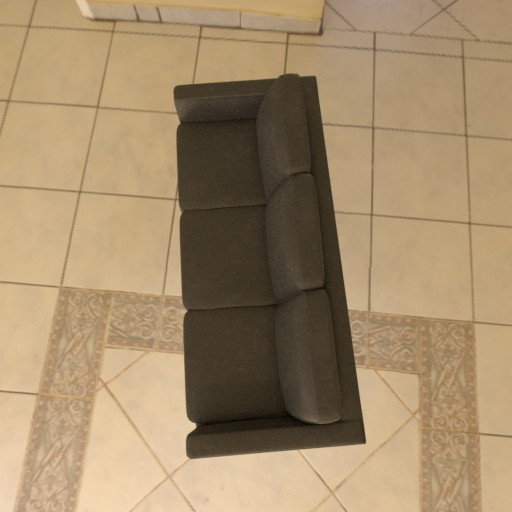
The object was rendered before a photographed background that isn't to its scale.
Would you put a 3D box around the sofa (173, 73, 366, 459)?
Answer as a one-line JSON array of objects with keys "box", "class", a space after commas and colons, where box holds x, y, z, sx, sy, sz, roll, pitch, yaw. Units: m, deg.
[{"box": [0.000, 0.000, 2.547, 0.879, 0.899, 2.029, -4, 74, -1], "class": "sofa"}]
